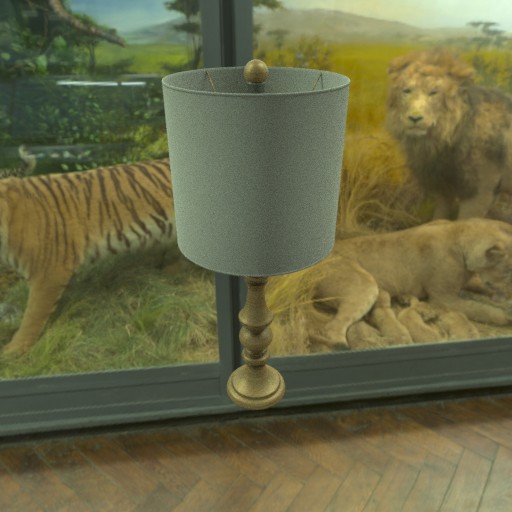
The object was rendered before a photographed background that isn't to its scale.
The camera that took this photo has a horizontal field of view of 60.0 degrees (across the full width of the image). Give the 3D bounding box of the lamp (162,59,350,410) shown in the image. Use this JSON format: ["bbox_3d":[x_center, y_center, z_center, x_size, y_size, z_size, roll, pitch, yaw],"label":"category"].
[{"bbox_3d":[0.000,0.000,0.733,0.250,0.597,0.250,-21,36,-32],"label":"lamp"}]
